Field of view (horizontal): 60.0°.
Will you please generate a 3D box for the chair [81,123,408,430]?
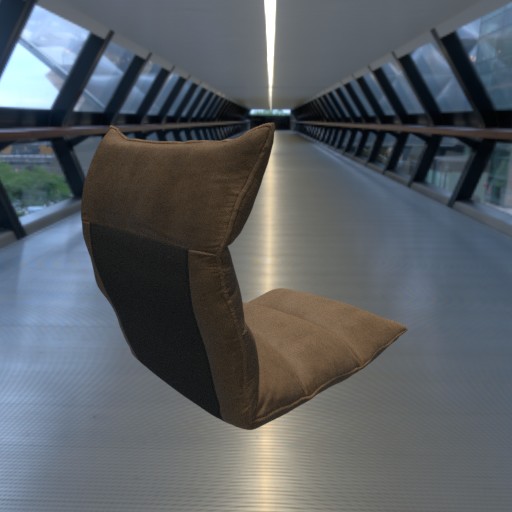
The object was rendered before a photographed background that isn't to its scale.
[{"bbox_3d":[0.000,0.000,1.574,0.985,0.892,0.714,-15,21,-42],"label":"chair"}]
